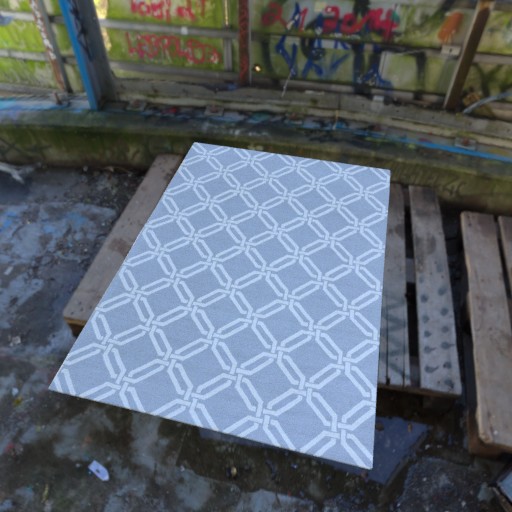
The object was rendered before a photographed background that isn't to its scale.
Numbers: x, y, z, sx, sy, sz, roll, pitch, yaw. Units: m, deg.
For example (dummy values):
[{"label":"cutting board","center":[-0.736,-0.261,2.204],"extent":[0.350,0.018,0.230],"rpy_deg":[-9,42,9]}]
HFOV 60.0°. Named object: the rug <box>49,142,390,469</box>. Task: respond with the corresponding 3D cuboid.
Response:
[{"label":"rug","center":[0.000,0.000,2.682],"extent":[1.522,0.013,2.133],"rpy_deg":[10,49,9]}]
